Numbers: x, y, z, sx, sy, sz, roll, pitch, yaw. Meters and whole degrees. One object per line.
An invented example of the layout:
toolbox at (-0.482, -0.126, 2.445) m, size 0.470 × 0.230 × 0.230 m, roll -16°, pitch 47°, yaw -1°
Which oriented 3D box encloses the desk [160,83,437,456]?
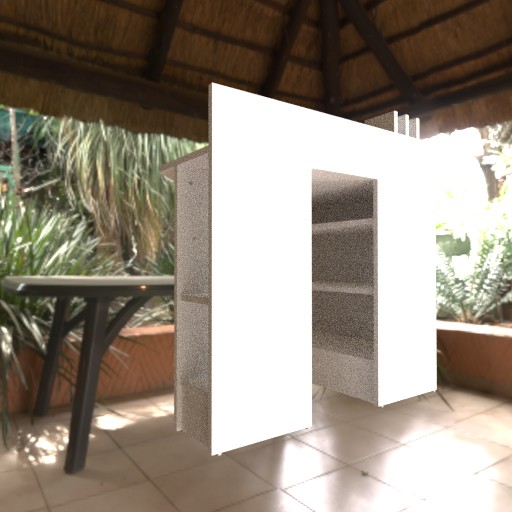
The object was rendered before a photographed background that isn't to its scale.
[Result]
desk at (0.000, 0.000, 1.723) m, size 0.940 × 0.986 × 0.940 m, roll 1°, pitch -1°, yaw -36°
